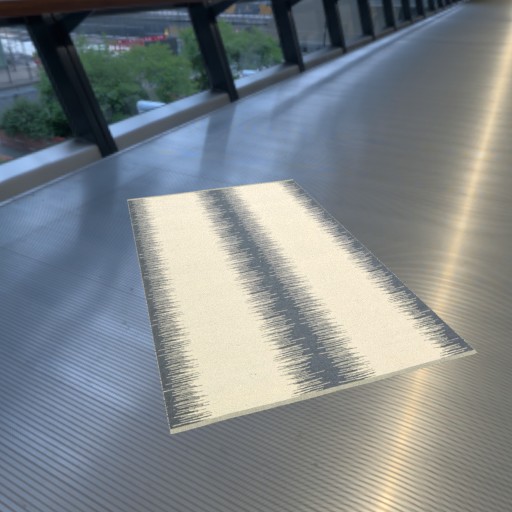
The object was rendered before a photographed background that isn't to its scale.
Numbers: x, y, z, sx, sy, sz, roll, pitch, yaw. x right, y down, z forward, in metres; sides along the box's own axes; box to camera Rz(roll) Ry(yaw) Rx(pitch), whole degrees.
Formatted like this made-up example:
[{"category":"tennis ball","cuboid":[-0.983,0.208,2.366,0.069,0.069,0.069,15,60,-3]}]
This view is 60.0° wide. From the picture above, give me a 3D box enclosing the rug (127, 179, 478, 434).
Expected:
[{"category":"rug","cuboid":[0.000,0.000,2.988,1.519,0.003,2.453,-10,32,-15]}]
